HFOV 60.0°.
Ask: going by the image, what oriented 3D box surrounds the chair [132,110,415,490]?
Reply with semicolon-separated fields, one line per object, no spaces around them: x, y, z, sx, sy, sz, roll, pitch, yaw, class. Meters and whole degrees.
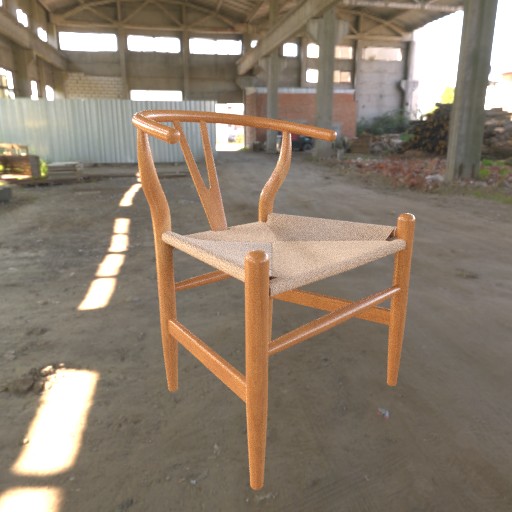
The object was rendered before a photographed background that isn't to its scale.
0.000;0.000;1.137;0.569;0.730;0.579;-15;21;-43;chair
